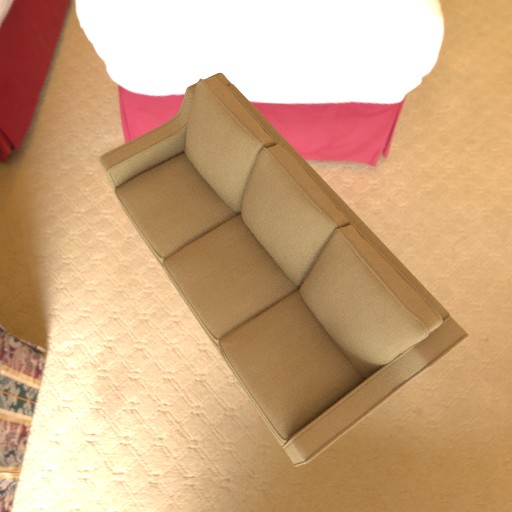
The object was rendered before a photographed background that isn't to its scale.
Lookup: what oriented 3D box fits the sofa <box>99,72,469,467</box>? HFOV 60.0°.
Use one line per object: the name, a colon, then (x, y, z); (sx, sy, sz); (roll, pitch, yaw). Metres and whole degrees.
sofa: (0.000, 0.000, 2.486); (0.911, 0.974, 1.986); (-32, 68, -15)
